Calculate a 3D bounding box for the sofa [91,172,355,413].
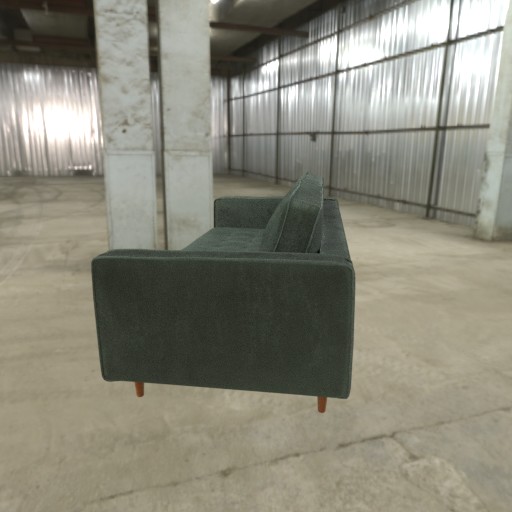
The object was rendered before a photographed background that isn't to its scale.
[{"bbox_3d":[0.000,0.000,2.289,0.886,0.781,1.816,2,14,8],"label":"sofa"}]
